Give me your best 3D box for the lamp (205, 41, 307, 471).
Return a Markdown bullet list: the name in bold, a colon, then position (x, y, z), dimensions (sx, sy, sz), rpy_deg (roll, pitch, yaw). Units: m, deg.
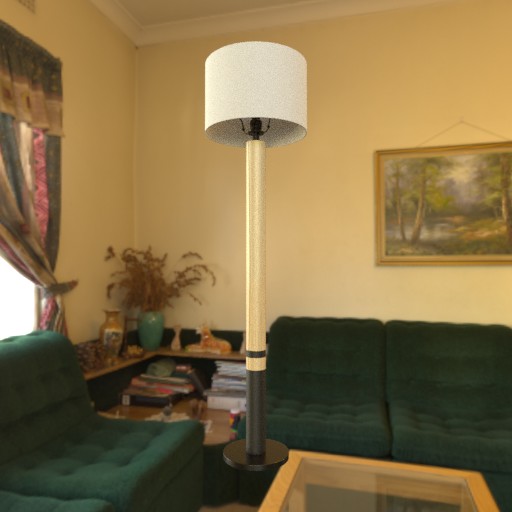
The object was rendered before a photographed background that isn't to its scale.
- **lamp**: position (0.000, 0.000, 1.656), dimensions (0.381, 1.478, 0.381), rpy_deg (0, -2, -1)
